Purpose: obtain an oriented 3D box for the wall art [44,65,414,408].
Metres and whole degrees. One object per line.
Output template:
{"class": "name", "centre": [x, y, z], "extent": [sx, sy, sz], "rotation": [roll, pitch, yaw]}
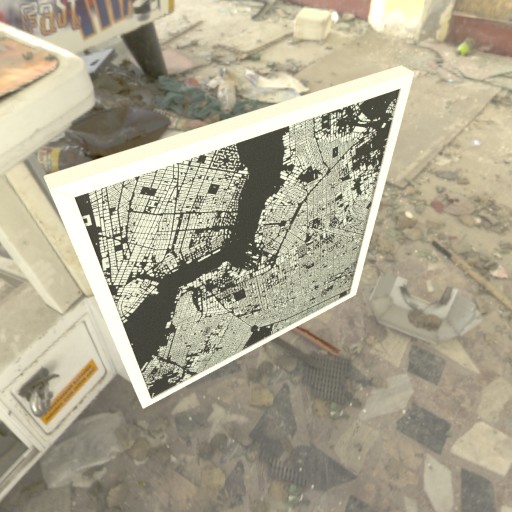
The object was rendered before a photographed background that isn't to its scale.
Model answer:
{"class": "wall art", "centre": [0.000, 0.000, 1.097], "extent": [0.761, 0.762, 0.050], "rotation": [-24, 51, -21]}
